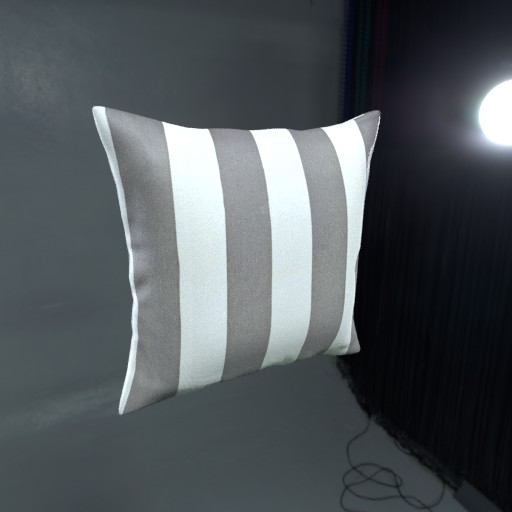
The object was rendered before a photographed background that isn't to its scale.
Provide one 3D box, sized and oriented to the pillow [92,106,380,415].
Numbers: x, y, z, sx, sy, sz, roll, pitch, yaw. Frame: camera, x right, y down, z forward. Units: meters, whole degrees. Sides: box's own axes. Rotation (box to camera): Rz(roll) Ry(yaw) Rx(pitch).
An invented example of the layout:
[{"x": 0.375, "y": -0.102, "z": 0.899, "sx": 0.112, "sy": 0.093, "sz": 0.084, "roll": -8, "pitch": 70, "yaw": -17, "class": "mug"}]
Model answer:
[{"x": 0.000, "y": 0.000, "z": 0.800, "sx": 0.522, "sy": 0.507, "sz": 0.192, "roll": -8, "pitch": 18, "yaw": -26, "class": "pillow"}]
